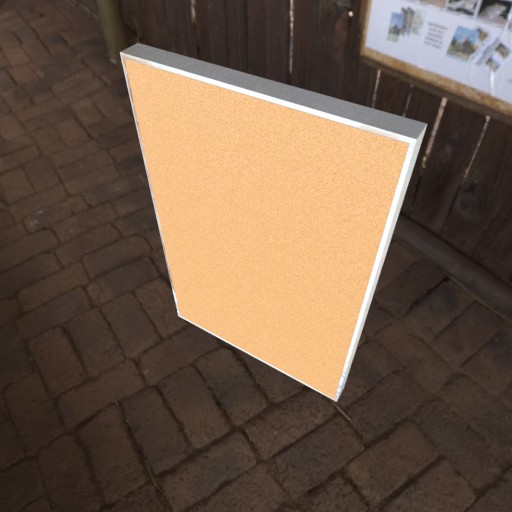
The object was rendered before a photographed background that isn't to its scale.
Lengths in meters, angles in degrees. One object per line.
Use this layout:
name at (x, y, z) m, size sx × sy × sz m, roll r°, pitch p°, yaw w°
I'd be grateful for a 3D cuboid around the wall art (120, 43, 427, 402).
wall art at (0.000, 0.000, 0.753) m, size 0.403 × 0.607 × 0.036 m, roll 24°, pitch 52°, yaw 21°
